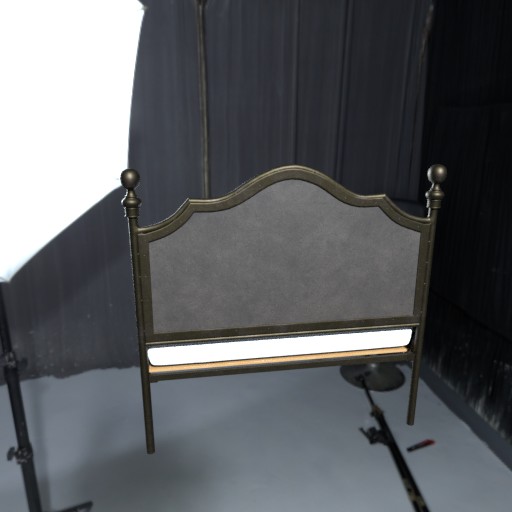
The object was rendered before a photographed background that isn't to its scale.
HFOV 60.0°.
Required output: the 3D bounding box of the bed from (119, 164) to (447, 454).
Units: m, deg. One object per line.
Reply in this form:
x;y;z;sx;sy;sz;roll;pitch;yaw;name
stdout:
0.000;0.000;3.214;1.533;1.462;2.170;-3;16;-9;bed
